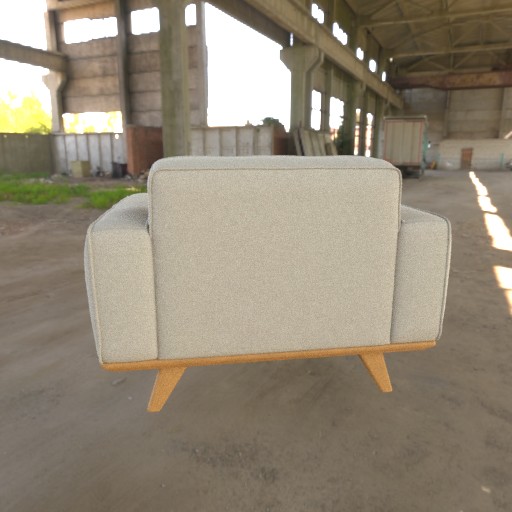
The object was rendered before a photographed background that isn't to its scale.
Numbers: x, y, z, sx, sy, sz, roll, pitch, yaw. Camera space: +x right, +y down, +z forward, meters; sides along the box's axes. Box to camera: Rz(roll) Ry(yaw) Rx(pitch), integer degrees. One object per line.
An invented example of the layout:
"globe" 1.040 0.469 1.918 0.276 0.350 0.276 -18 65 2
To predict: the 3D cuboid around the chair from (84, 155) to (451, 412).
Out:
"chair" 0.000 0.000 1.743 1.115 0.779 0.953 -2 14 -8
